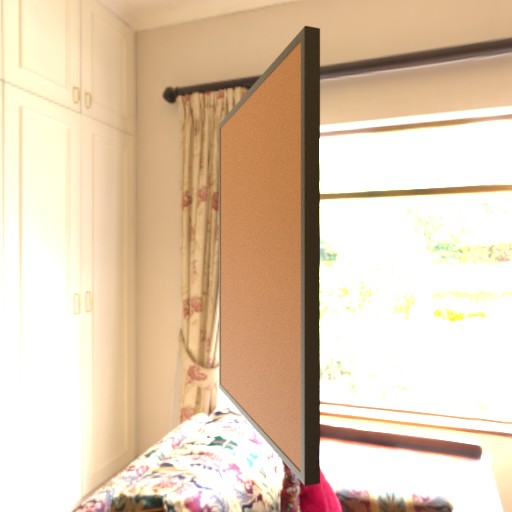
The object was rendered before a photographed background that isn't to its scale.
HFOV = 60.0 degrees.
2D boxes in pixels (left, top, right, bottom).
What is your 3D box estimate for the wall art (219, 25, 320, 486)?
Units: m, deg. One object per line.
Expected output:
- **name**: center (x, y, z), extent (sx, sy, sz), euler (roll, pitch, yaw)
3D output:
- **wall art**: center (0.000, 0.000, 1.407), extent (0.039, 1.061, 0.804), euler (0, 0, -19)
